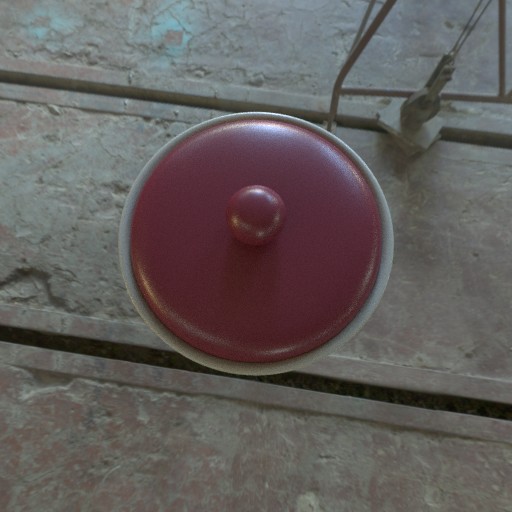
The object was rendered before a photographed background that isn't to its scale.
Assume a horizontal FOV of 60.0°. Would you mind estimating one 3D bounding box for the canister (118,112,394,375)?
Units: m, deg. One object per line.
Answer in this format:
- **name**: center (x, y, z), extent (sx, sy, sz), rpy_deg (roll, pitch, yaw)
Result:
- **canister**: center (0.000, 0.000, 0.348), extent (0.181, 0.211, 0.181), rpy_deg (0, 75, 0)
